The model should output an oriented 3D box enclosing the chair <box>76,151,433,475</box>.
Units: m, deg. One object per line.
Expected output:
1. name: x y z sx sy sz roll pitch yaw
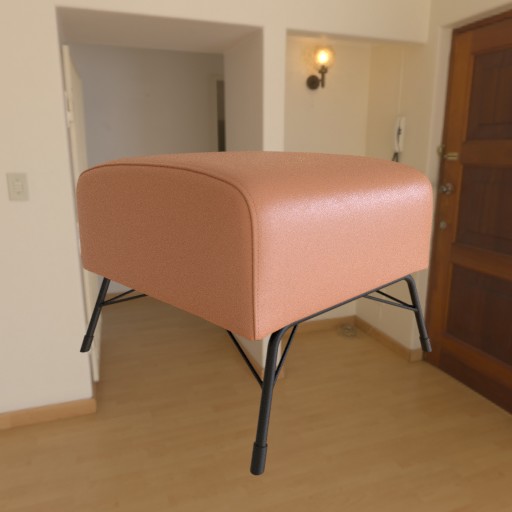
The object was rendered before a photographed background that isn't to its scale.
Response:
1. chair: 0.000 0.000 0.889 0.530 0.410 0.530 13 18 43
